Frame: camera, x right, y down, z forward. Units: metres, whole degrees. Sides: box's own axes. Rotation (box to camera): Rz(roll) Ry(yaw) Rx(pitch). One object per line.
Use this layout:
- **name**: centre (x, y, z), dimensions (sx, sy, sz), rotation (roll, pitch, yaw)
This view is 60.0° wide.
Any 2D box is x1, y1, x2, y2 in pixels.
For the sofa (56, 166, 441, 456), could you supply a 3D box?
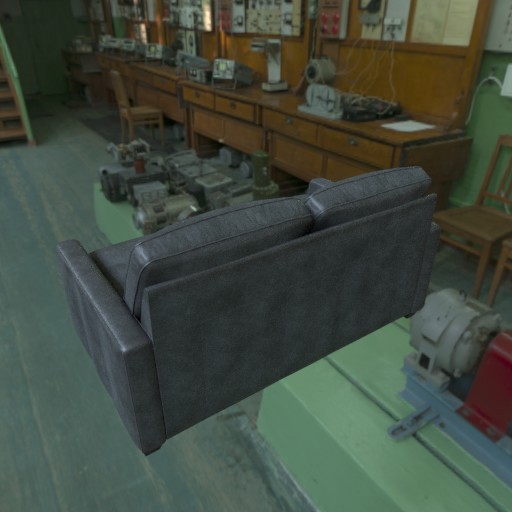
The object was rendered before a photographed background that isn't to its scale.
- **sofa**: centre (0.000, 0.000, 2.261), dimensions (1.732, 0.916, 0.939), rotation (-18, 34, -30)
